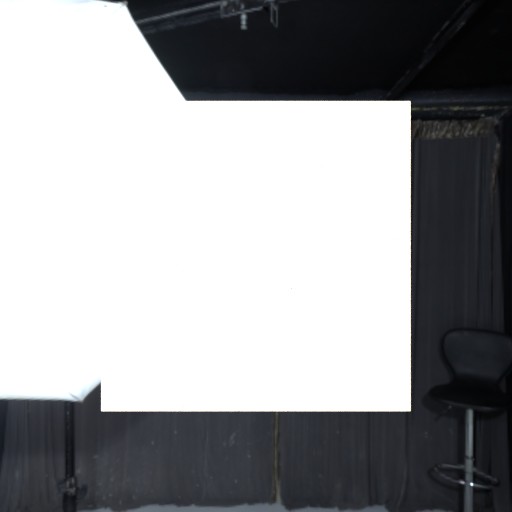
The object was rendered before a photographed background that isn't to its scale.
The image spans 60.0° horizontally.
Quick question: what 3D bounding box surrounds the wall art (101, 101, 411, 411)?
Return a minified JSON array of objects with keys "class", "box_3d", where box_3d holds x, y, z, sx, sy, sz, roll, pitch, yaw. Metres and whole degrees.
[{"class":"wall art","box_3d":[0.000,0.000,1.124,0.773,0.775,0.031,0,0,0]}]
